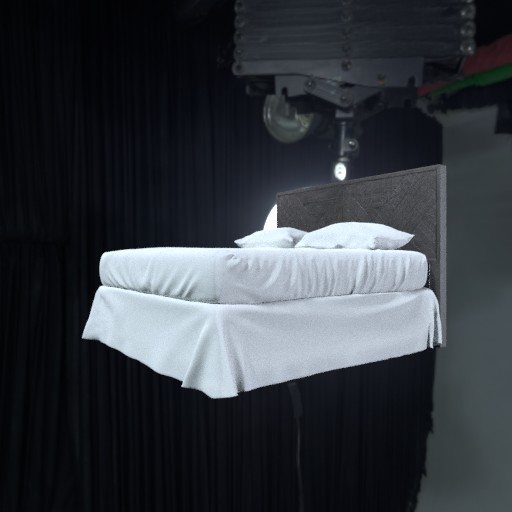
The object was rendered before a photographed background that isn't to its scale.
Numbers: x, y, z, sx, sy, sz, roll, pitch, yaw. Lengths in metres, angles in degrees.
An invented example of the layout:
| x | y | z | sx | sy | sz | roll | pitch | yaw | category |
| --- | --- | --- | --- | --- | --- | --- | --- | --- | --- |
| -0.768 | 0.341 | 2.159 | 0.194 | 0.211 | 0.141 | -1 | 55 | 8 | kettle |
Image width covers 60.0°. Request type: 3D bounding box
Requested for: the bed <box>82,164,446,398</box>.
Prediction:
| x | y | z | sx | sy | sz | roll | pitch | yaw | category |
| --- | --- | --- | --- | --- | --- | --- | --- | --- | --- |
| 0.000 | 0.000 | 2.911 | 1.785 | 1.142 | 1.772 | 0 | 0 | -37 | bed |
